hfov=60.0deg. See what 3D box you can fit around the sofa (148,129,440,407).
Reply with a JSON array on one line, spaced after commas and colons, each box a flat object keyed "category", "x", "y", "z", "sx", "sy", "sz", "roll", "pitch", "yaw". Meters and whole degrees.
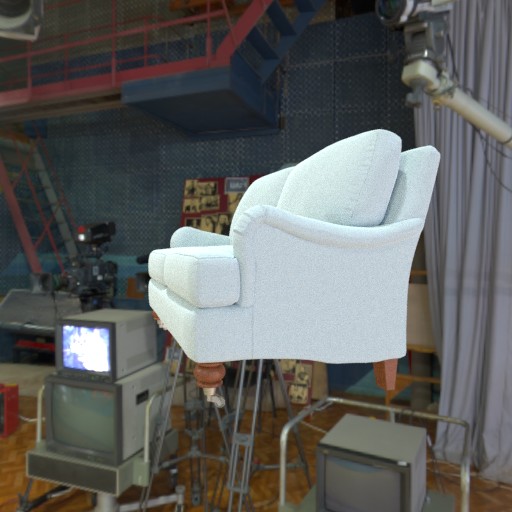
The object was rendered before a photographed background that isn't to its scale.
[{"category": "sofa", "x": 0.000, "y": 0.000, "z": 2.556, "sx": 1.084, "sy": 1.101, "sz": 1.853, "roll": 0, "pitch": 1, "yaw": -18}]
